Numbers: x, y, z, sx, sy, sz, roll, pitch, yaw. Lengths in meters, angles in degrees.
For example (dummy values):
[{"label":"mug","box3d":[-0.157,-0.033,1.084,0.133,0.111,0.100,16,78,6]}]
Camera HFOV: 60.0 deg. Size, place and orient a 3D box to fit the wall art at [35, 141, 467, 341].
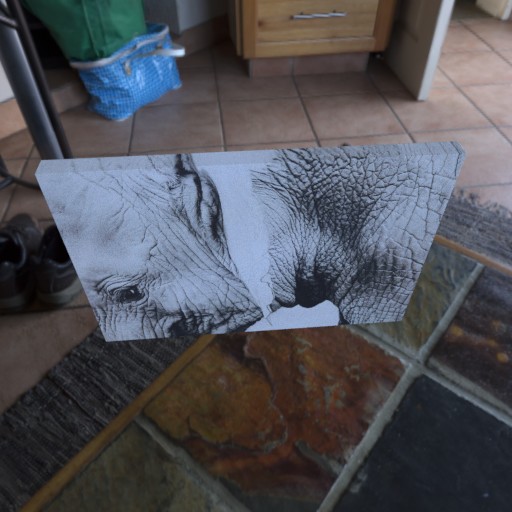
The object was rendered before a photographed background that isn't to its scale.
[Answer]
[{"label":"wall art","box3d":[0.000,0.000,0.783,0.613,0.407,0.035,-3,46,-3]}]
